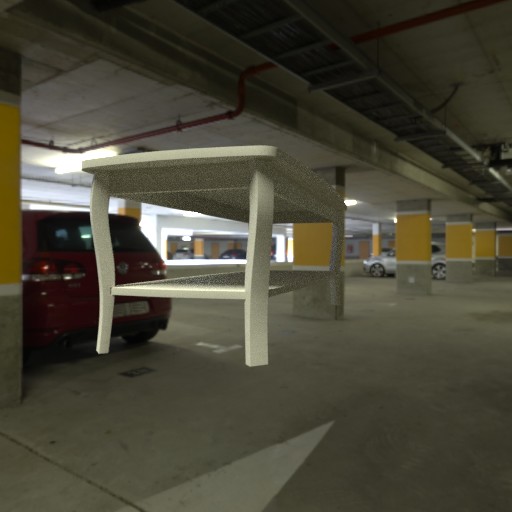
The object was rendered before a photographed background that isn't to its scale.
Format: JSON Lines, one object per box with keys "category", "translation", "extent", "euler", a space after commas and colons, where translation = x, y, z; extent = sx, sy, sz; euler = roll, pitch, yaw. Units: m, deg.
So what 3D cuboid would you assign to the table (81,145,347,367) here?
{"category": "table", "translation": [0.000, 0.000, 1.618], "extent": [0.561, 0.474, 1.334], "euler": [0, 0, 18]}
